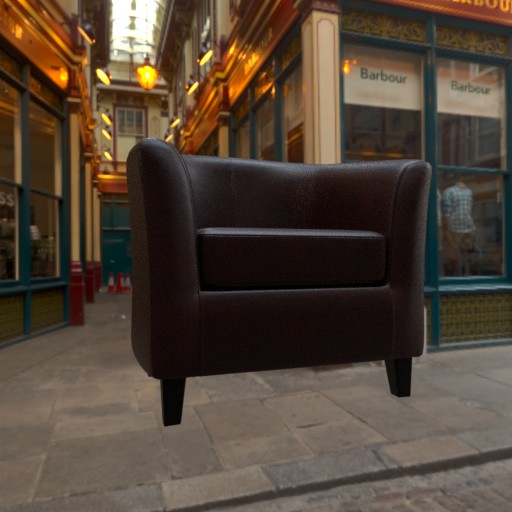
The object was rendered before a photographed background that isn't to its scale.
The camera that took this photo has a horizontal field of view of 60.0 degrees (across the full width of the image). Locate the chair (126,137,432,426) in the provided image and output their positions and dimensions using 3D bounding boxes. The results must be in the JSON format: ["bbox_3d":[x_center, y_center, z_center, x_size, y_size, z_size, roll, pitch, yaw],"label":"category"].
[{"bbox_3d":[0.000,0.000,1.402,0.792,0.756,0.727,0,0,-19],"label":"chair"}]
